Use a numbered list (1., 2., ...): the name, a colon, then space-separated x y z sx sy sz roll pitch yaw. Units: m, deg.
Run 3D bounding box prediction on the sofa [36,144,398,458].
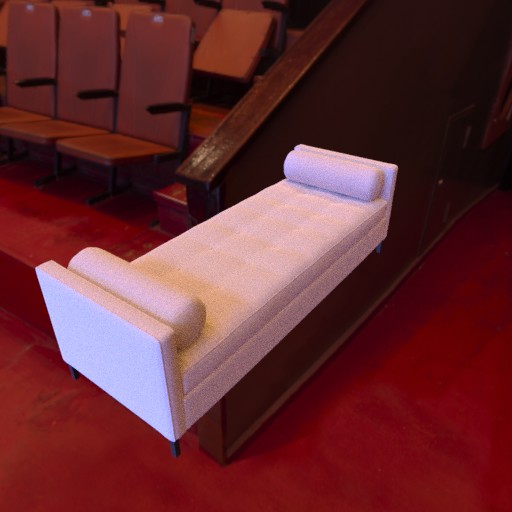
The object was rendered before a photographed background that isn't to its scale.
1. sofa: 0.000 0.000 2.397 0.746 0.641 1.985 21 38 31
